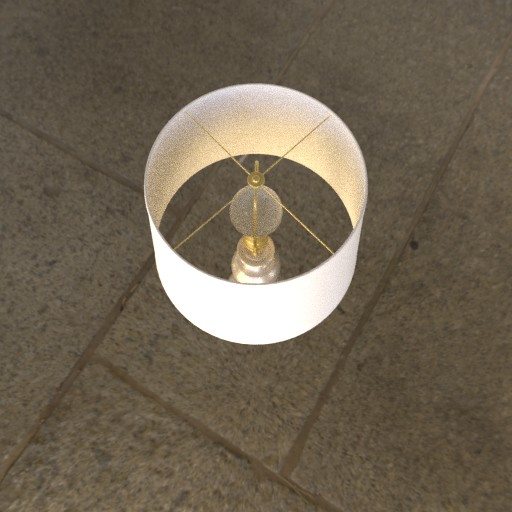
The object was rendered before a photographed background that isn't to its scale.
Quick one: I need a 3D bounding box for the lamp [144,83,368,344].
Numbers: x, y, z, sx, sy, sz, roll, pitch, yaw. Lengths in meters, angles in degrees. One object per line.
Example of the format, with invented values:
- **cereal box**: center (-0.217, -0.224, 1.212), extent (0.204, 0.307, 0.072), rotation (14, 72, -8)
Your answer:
- **lamp**: center (0.000, 0.000, 0.796), extent (0.328, 0.612, 0.328), rotation (0, 73, 0)
